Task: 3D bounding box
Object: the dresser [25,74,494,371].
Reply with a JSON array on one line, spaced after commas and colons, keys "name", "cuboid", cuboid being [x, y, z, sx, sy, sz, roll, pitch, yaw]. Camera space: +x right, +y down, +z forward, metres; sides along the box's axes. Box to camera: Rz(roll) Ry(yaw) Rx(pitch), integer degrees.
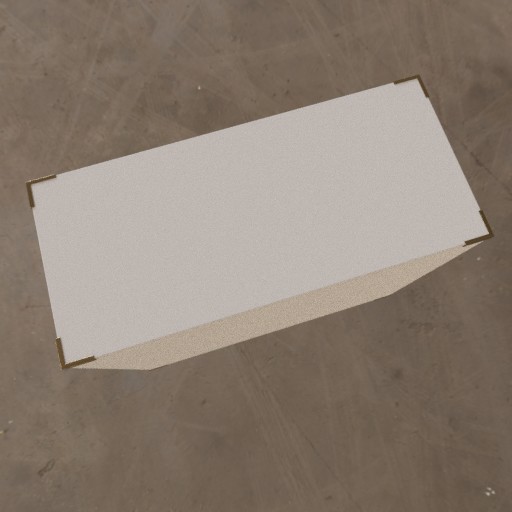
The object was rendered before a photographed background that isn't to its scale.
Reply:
[{"name": "dresser", "cuboid": [0.000, 0.000, 1.482, 1.022, 0.891, 0.460, -17, 76, -4]}]
